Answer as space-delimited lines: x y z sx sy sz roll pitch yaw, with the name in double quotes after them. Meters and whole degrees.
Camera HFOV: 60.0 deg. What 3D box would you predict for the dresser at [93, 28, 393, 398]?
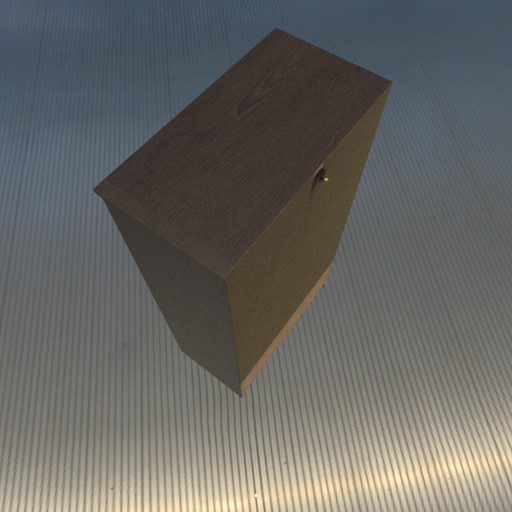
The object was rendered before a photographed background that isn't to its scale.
0.000 0.000 1.617 0.418 1.254 0.704 33 67 16 "dresser"
